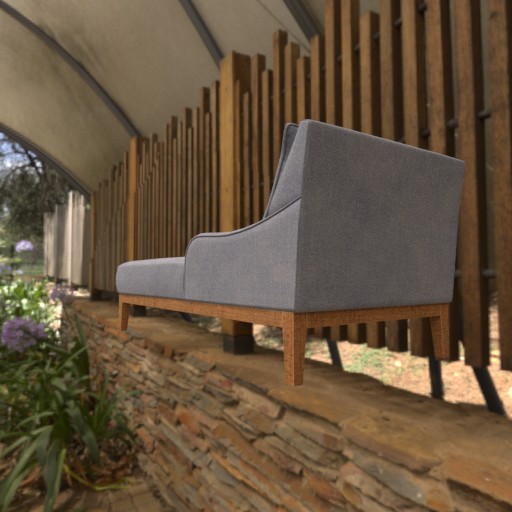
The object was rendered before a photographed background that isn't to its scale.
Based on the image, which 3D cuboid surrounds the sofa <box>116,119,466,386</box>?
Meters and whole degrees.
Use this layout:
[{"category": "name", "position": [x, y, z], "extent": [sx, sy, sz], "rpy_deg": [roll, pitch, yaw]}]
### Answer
[{"category": "sofa", "position": [0.000, 0.000, 2.294], "extent": [0.904, 0.883, 1.779], "rpy_deg": [2, -3, -35]}]
